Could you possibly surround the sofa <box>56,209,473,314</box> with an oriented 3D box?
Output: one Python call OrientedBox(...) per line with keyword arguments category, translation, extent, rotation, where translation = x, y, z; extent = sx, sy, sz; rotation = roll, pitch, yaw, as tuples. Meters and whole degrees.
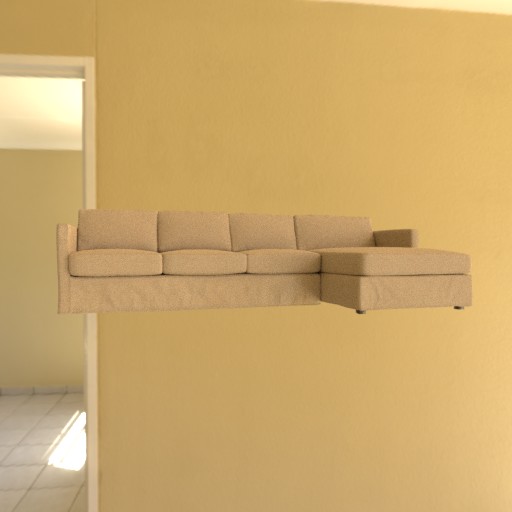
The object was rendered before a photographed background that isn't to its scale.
OrientedBox(category="sofa", translation=(0.000, 0.000, 3.864), extent=(3.177, 0.867, 1.622), rotation=(0, 1, -17))
